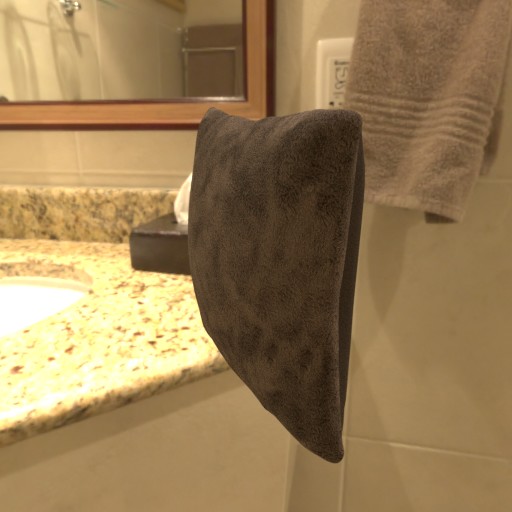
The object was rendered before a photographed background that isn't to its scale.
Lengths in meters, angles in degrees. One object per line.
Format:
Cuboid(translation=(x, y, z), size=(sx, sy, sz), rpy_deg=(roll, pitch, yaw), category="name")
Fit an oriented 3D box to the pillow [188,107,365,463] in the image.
Cuboid(translation=(0.000, 0.000, 0.800), size=(0.204, 0.520, 0.522), rpy_deg=(-8, 19, -24), category="pillow")
